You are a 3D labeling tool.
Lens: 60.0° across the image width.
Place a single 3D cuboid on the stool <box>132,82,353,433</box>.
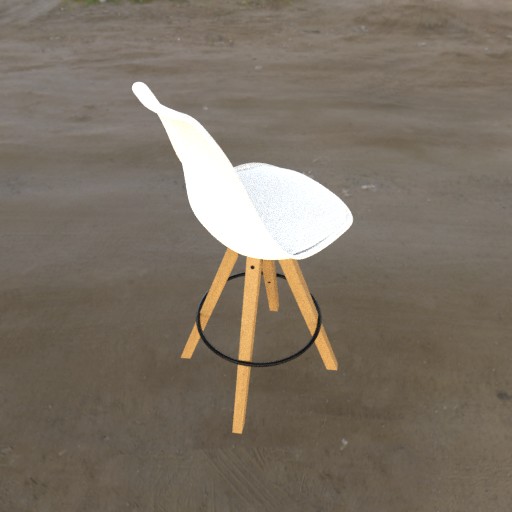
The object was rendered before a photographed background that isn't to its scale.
[{"bbox_3d":[0.000,0.000,1.385,0.549,1.115,0.482,-25,47,-26],"label":"stool"}]
